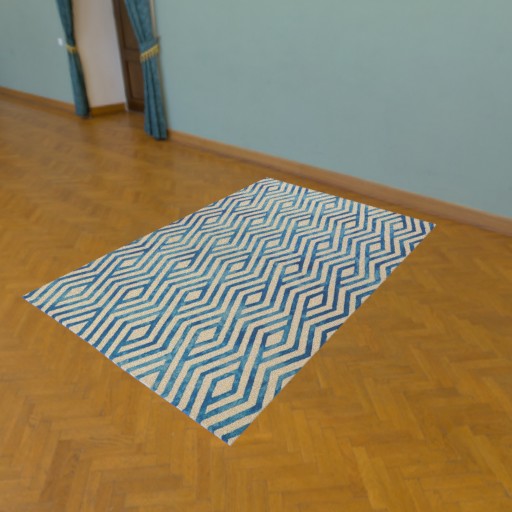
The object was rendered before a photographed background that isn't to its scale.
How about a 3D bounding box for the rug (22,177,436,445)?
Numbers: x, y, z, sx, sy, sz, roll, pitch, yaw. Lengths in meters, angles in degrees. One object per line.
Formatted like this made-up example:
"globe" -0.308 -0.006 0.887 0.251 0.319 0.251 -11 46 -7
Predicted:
"rug" 0.000 0.000 2.271 1.225 0.008 1.830 22 37 32
